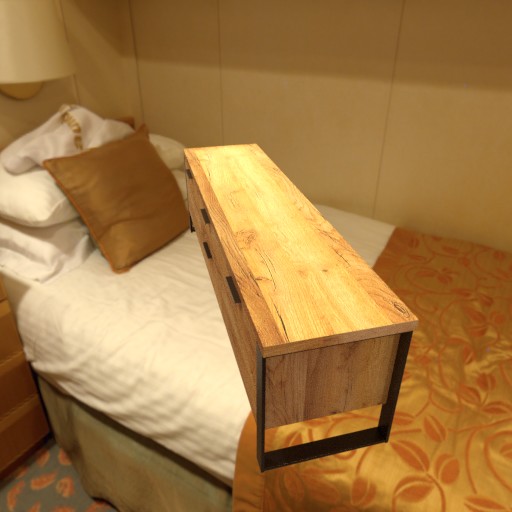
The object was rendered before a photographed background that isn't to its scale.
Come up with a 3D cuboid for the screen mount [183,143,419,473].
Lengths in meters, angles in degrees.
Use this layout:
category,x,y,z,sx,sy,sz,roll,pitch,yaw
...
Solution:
category,x,y,z,sx,sy,sz,roll,pitch,yaw
screen mount,0.000,0.000,1.749,0.395,0.450,1.524,-7,31,-13
